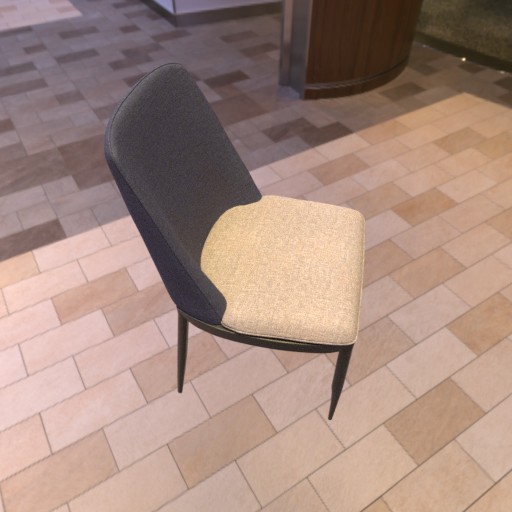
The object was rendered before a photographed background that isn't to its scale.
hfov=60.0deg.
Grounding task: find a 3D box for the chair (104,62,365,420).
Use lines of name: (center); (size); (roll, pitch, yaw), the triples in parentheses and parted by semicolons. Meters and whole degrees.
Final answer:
chair: (0.000, 0.000, 1.152); (0.551, 0.839, 0.480); (9, 47, 8)
